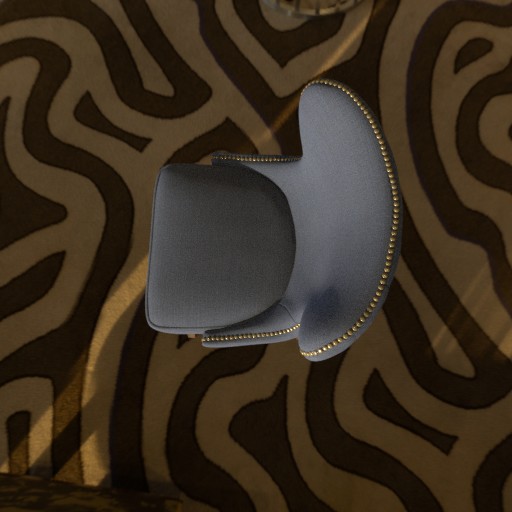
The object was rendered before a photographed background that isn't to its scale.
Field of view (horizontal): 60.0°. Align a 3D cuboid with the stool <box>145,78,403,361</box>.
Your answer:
[{"bbox_3d":[0.000,0.000,1.348,0.597,0.972,0.615,1,77,0],"label":"stool"}]
